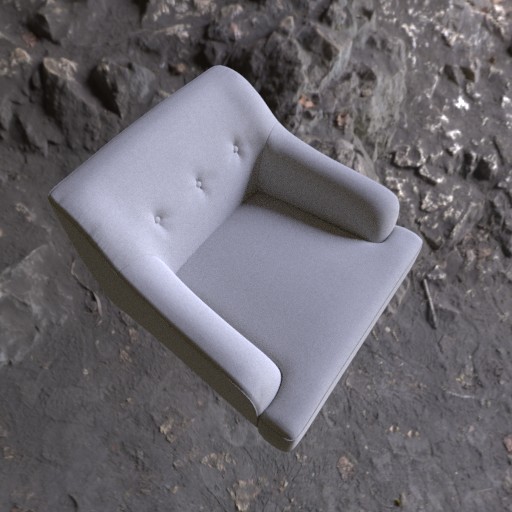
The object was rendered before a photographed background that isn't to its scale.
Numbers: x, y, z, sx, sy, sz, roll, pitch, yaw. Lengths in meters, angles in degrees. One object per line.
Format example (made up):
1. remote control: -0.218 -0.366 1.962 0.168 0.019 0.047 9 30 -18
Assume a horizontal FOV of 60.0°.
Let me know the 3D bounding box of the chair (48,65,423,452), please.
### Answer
1. chair: 0.000 0.000 1.625 0.951 0.818 0.946 32 62 19
